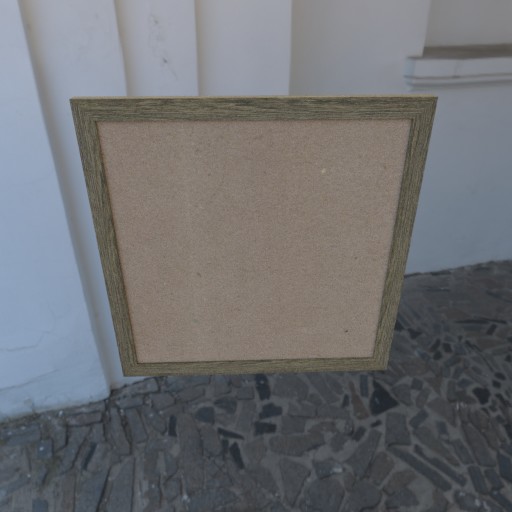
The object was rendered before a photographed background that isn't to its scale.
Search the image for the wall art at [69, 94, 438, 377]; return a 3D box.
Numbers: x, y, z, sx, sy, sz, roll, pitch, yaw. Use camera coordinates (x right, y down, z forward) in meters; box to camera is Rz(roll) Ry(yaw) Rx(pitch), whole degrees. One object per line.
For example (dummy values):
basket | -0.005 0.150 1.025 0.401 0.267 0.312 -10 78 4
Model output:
wall art | 0.000 0.000 0.741 0.508 0.508 0.019 -1 29 -2
